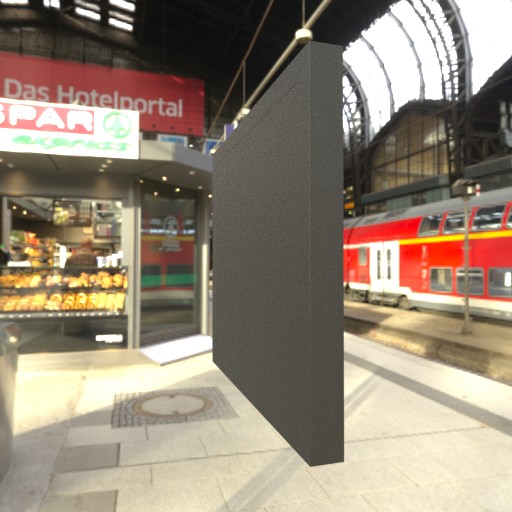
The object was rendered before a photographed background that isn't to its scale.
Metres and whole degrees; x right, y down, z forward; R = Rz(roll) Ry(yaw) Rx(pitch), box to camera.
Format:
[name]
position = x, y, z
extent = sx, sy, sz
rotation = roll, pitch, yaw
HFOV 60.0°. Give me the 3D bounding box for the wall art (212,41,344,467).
[wall art]
position = 0.000, 0.000, 0.529
extent = 0.029, 0.330, 0.381
rotation = 0, -1, -17
